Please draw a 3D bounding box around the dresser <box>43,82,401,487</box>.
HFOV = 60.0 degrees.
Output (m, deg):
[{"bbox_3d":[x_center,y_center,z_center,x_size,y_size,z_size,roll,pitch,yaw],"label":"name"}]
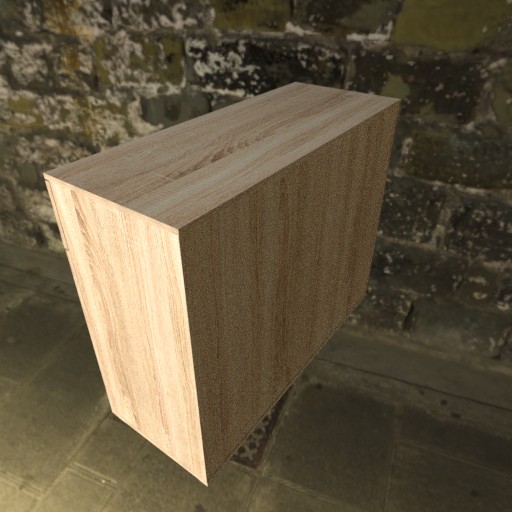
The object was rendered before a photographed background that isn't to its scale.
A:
[{"bbox_3d":[0.000,0.000,1.542,0.450,0.900,1.100,22,40,29],"label":"dresser"}]
